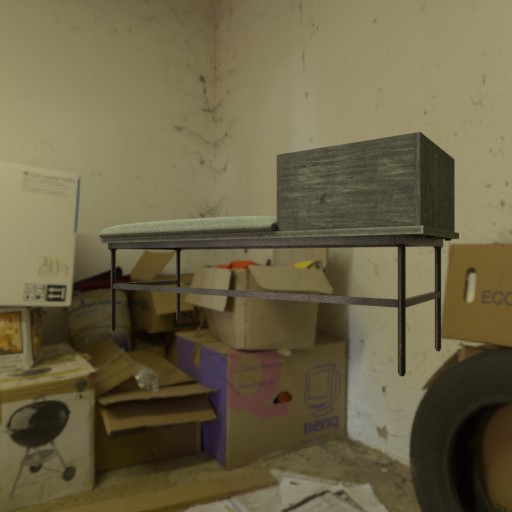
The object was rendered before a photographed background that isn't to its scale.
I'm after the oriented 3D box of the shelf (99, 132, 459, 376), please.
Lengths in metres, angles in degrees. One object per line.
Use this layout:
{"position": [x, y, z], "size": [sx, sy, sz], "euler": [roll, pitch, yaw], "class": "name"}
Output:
{"position": [0.000, 0.000, 1.679], "size": [1.342, 0.633, 0.457], "euler": [0, 0, 36], "class": "shelf"}
